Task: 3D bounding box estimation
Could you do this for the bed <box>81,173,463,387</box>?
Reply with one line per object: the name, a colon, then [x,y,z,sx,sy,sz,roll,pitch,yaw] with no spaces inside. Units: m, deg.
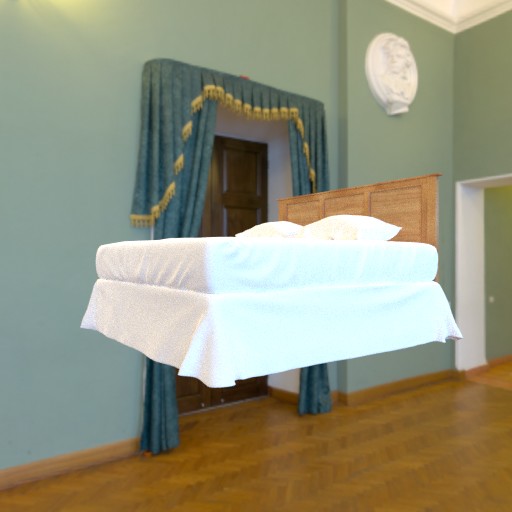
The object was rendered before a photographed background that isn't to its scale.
bed: [0.000,0.000,3.574,2.215,1.270,2.317,0,0,-36]
